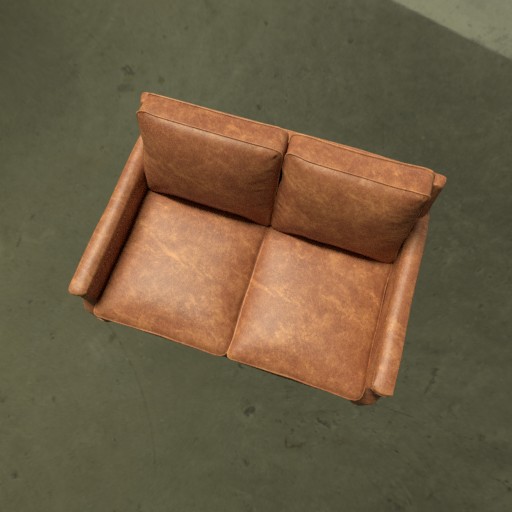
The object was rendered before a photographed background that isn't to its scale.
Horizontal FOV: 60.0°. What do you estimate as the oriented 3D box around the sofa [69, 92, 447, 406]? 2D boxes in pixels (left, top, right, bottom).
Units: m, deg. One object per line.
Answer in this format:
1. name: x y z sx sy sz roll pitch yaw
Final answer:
1. sofa: 0.000 0.000 2.285 1.597 1.003 1.084 17 74 5
